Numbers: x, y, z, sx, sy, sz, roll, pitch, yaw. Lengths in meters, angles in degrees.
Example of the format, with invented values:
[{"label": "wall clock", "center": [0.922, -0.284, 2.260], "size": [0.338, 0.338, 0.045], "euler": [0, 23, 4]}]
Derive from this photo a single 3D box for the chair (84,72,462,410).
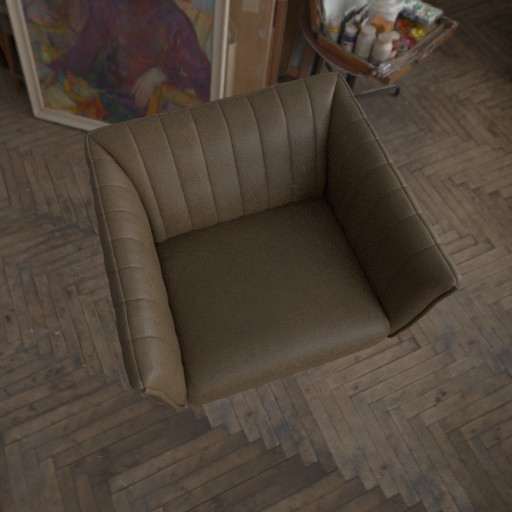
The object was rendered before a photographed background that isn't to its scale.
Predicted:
[{"label": "chair", "center": [0.000, 0.000, 1.645], "size": [0.981, 0.779, 0.876], "euler": [-17, 65, -8]}]
